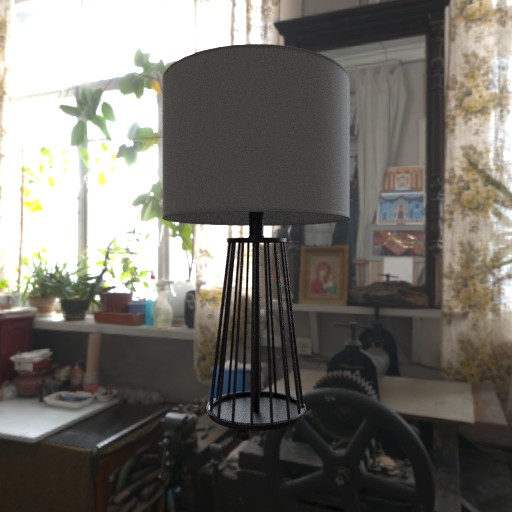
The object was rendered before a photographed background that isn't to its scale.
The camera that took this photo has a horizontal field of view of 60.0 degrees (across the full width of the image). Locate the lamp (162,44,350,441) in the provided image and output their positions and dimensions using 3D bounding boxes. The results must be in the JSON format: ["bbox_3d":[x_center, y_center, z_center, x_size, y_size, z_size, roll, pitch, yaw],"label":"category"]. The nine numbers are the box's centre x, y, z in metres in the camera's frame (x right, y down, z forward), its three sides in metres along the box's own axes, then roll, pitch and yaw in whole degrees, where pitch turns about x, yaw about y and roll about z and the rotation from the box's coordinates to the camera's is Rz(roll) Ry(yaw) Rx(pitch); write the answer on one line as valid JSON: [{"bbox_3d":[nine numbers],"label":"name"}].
[{"bbox_3d":[0.000,0.000,0.779,0.322,0.593,0.322,0,0,-18],"label":"lamp"}]
